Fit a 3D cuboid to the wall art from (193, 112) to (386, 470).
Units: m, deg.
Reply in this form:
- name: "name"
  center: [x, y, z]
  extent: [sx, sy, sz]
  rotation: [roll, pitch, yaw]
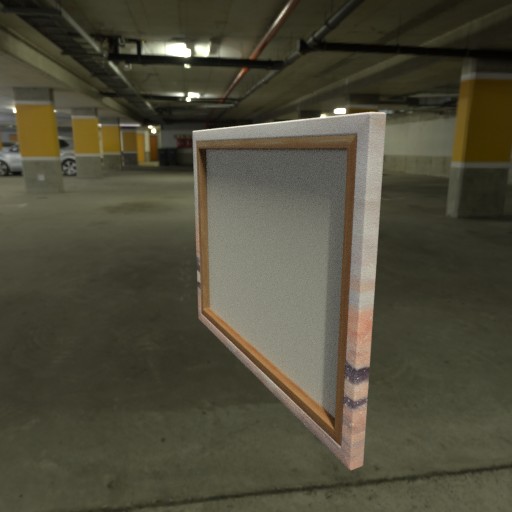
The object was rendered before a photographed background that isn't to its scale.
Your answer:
- name: "wall art"
  center: [0.000, 0.000, 1.344]
  extent: [0.038, 0.763, 1.015]
  rotation: [-7, 15, -26]
